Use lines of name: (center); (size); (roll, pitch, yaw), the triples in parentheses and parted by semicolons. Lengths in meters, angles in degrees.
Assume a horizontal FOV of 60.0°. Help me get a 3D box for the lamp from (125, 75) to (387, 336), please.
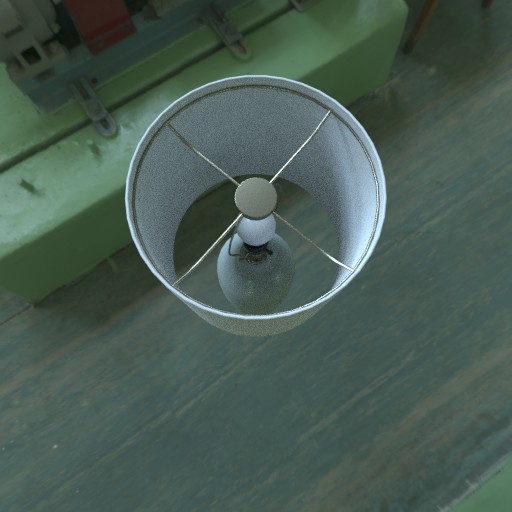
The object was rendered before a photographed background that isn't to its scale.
lamp: (0.000, 0.000, 0.605); (0.220, 0.475, 0.220); (-35, 79, -8)
